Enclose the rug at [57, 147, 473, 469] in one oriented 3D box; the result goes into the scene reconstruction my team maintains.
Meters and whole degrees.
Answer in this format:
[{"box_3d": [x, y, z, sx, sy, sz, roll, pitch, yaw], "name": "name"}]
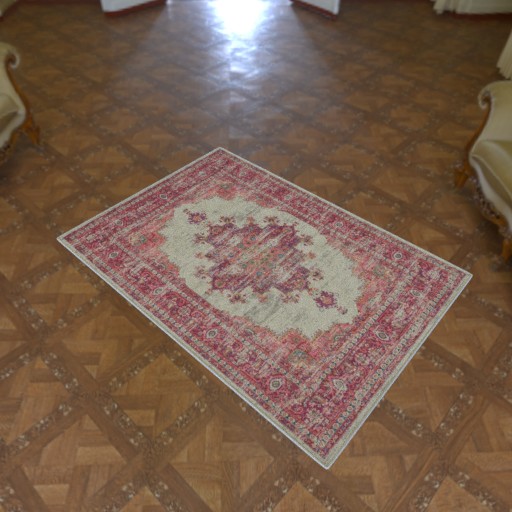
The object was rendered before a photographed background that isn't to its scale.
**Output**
[{"box_3d": [0.000, 0.000, 3.699, 2.878, 0.014, 2.005, 32, 53, 28], "name": "rug"}]
